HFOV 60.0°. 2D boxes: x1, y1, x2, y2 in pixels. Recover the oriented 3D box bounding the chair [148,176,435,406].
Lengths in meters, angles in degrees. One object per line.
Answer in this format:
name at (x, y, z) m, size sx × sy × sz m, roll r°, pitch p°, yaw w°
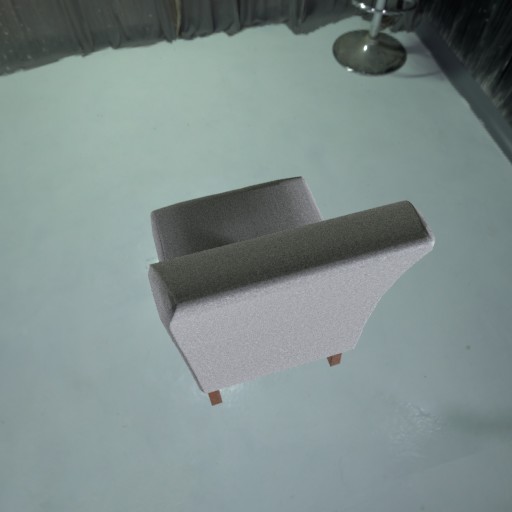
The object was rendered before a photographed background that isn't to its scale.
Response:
chair at (0.000, 0.000, 1.158) m, size 0.513 × 0.804 × 0.592 m, roll -16°, pitch 60°, yaw -9°
